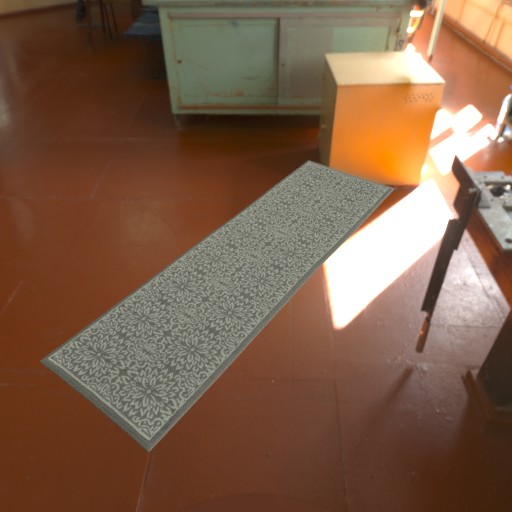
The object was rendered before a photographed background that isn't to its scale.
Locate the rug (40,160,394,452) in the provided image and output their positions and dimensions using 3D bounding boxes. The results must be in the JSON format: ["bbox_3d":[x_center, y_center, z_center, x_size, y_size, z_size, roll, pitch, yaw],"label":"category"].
[{"bbox_3d":[0.000,0.000,2.401,0.662,0.011,2.196,25,46,27],"label":"rug"}]
